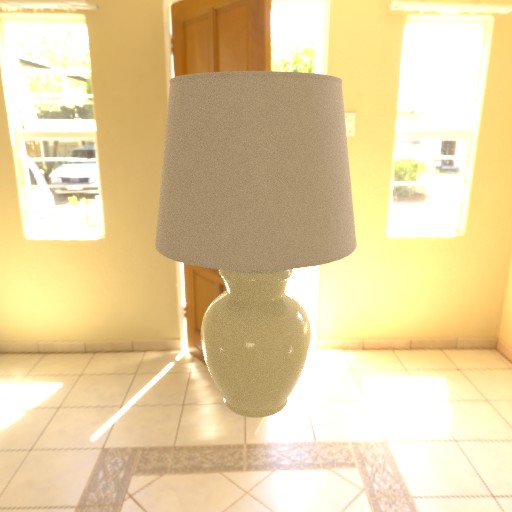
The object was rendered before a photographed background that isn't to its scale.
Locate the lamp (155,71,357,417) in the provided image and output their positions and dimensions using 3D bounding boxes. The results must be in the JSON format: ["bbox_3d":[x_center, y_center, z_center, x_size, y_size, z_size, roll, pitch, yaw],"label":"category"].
[{"bbox_3d":[0.000,0.000,0.543,0.239,0.399,0.239,0,16,0],"label":"lamp"}]
